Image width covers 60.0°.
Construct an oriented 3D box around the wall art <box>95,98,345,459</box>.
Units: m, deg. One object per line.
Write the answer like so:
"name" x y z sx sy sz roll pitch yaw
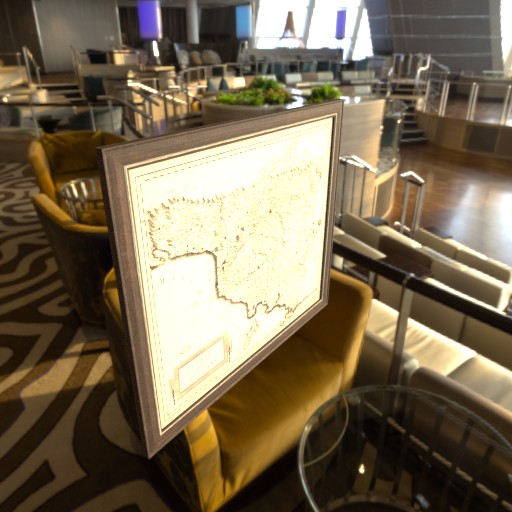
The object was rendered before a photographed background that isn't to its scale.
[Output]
"wall art" 0.000 0.000 1.440 0.023 0.875 1.033 18 31 33
